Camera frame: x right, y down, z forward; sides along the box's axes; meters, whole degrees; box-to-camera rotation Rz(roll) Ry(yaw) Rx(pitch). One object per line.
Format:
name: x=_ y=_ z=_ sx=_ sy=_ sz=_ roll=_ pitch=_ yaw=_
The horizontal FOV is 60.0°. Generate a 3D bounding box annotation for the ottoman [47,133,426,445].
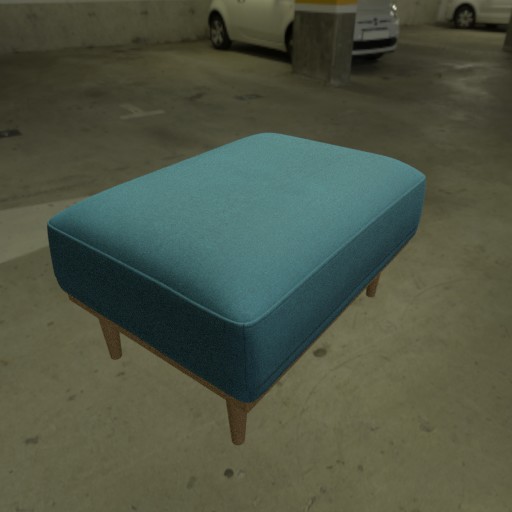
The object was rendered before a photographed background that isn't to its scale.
ottoman: x=0.000 y=0.000 z=1.075 sx=0.549 sy=0.428 sz=0.749 roll=22 pitch=38 yaw=31
